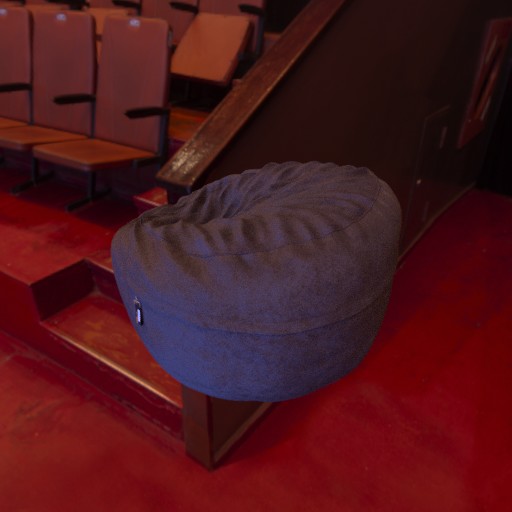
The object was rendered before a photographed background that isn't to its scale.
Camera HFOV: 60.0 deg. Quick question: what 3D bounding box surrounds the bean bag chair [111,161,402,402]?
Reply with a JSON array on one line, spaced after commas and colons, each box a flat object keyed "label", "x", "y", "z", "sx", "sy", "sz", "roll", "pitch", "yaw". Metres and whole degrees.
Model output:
[{"label": "bean bag chair", "x": 0.000, "y": 0.000, "z": 2.055, "sx": 1.245, "sy": 0.821, "sz": 1.245, "roll": 0, "pitch": 31, "yaw": 0}]
